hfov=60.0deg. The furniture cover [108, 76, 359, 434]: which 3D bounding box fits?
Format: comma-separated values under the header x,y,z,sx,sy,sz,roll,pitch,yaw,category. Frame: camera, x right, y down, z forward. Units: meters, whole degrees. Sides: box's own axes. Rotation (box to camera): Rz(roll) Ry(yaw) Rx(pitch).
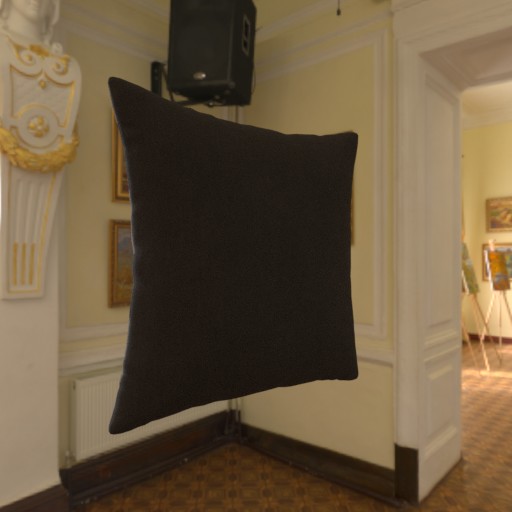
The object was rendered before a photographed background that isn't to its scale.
x,y,z,sx,sy,sz,roll,pitch,yaw,category
0.000,0.000,0.772,0.511,0.509,0.161,0,0,-35,furniture cover
